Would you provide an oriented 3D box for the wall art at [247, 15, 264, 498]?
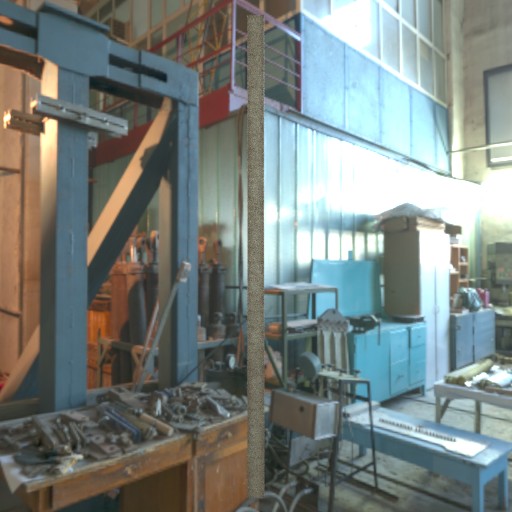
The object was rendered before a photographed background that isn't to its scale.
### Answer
[{"bbox_3d":[0.000,0.000,1.662,0.051,1.461,0.648,0,-1,0],"label":"wall art"}]
